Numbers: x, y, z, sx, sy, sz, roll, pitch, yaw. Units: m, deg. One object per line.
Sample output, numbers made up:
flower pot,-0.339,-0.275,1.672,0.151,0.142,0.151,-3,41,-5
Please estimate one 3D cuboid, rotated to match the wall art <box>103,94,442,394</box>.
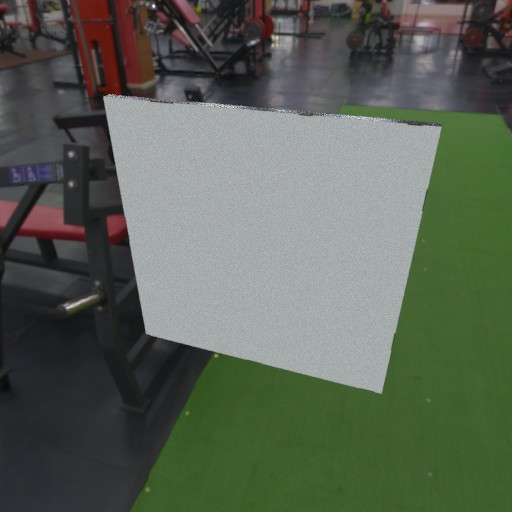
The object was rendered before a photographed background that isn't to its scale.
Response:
wall art,0.000,0.000,0.683,0.446,0.445,0.014,11,34,16
